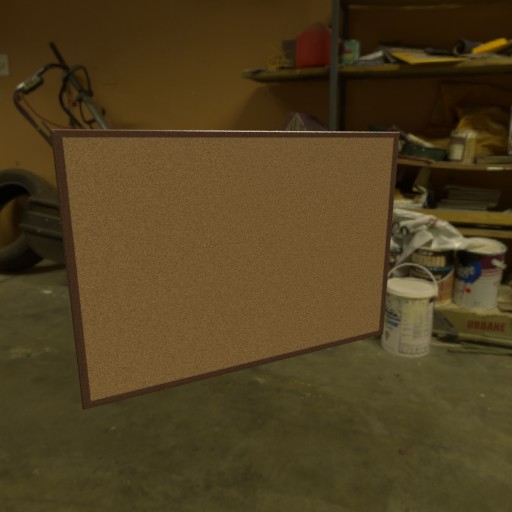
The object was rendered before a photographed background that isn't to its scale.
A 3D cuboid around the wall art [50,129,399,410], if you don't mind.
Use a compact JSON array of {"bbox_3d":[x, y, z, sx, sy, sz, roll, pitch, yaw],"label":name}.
[{"bbox_3d":[0.000,0.000,0.837,0.660,0.455,0.014,-7,17,-26],"label":"wall art"}]
